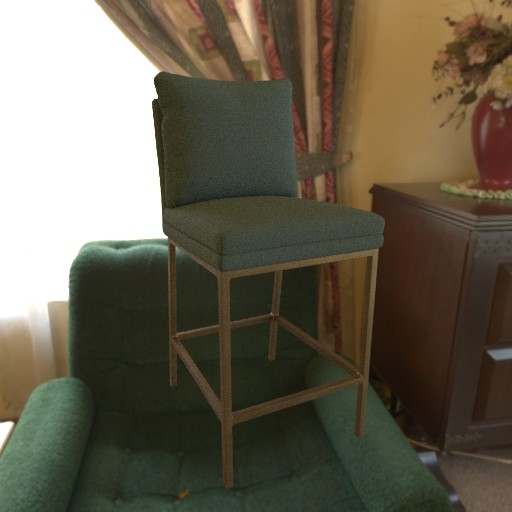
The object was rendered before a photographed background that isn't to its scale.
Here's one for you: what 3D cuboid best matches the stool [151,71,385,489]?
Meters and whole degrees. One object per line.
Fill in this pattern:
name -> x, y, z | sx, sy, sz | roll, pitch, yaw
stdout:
stool -> 0.000, 0.000, 1.304 | 0.463, 1.032, 0.568 | -8, 18, -26
